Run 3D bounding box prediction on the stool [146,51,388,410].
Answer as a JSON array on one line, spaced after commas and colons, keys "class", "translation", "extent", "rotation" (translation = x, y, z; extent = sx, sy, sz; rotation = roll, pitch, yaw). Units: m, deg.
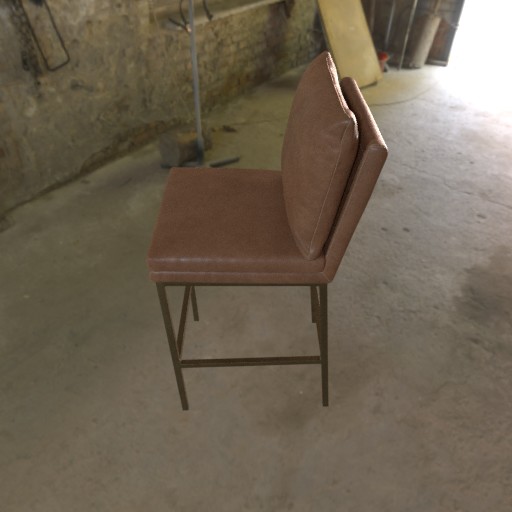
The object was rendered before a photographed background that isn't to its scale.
[{"class": "stool", "translation": [0.000, 0.000, 1.424], "extent": [0.571, 1.124, 0.463], "rotation": [0, 42, 0]}]
